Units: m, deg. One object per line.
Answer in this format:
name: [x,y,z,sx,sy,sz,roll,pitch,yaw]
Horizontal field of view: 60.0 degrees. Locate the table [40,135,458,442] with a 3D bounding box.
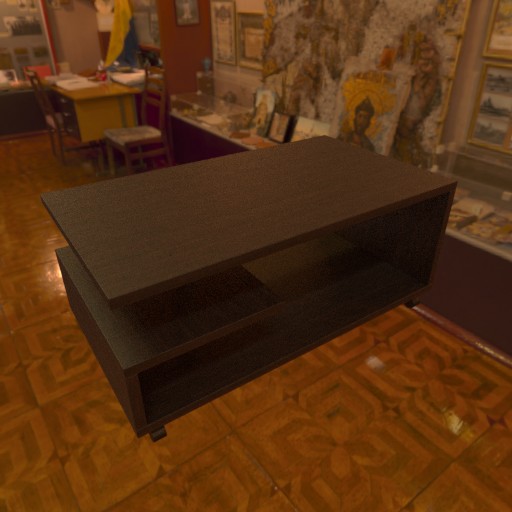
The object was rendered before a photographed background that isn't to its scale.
table: [0.000,0.000,1.390,1.050,0.460,0.590,-19,36,-29]
